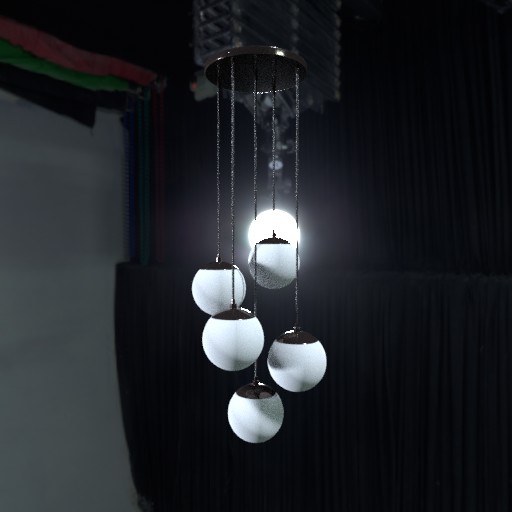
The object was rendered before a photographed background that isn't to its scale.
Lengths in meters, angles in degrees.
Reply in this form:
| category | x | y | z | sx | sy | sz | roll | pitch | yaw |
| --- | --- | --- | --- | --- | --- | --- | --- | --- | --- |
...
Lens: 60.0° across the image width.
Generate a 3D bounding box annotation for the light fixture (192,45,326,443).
| category | x | y | z | sx | sy | sz | roll | pitch | yaw |
| --- | --- | --- | --- | --- | --- | --- | --- | --- | --- |
| light fixture | 0.000 | 0.000 | 1.511 | 0.484 | 1.271 | 0.489 | 1 | 1 | 37 |
